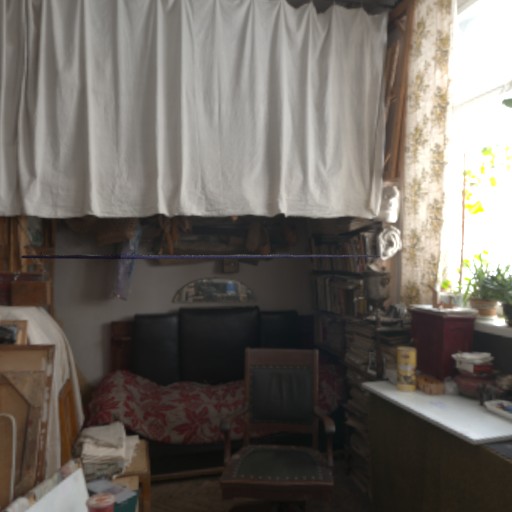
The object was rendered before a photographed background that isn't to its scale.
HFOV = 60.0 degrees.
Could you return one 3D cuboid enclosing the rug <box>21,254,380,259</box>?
[{"bbox_3d":[0.000,0.000,2.458,0.602,0.016,2.283,0,0,35],"label":"rug"}]
